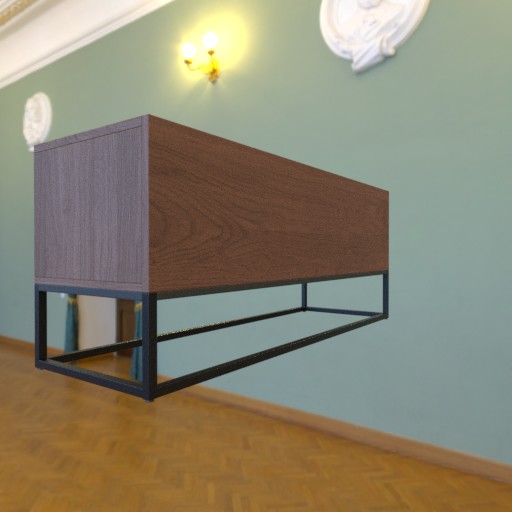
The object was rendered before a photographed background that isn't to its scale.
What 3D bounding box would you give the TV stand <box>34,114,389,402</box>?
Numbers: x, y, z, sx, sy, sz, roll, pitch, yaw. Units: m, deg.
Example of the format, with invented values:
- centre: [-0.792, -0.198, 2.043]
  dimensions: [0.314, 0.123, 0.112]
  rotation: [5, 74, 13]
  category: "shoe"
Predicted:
- centre: [0.000, 0.000, 1.370]
  dimensions: [0.415, 0.500, 1.200]
  rotation: [0, 1, 36]
  category: "TV stand"
